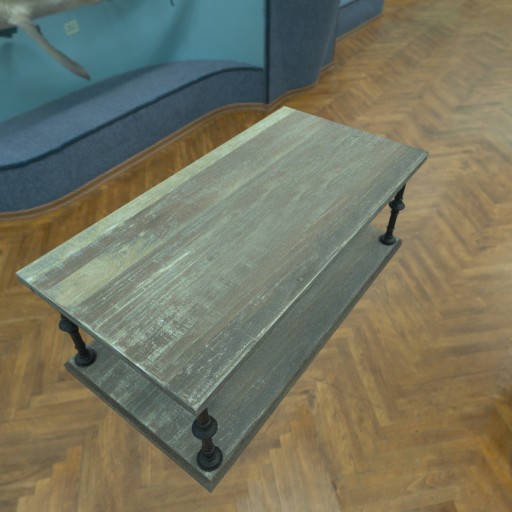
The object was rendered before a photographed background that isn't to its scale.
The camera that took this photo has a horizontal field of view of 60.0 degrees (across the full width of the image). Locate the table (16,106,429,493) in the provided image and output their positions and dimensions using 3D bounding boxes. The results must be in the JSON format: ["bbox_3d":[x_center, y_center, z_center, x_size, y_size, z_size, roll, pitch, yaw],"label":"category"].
[{"bbox_3d":[0.000,0.000,1.342,0.554,0.399,1.088,27,50,26],"label":"table"}]
